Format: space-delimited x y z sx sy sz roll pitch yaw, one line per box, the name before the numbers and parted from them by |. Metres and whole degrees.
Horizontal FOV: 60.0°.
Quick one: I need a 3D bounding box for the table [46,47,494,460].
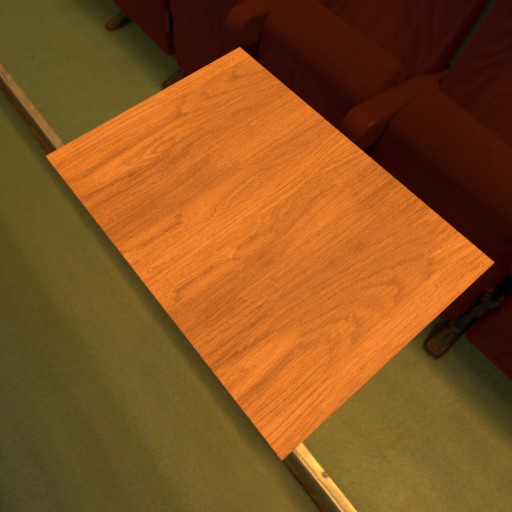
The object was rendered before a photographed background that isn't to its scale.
table | 0.000 0.000 1.853 0.900 0.770 1.300 -37 69 -16
